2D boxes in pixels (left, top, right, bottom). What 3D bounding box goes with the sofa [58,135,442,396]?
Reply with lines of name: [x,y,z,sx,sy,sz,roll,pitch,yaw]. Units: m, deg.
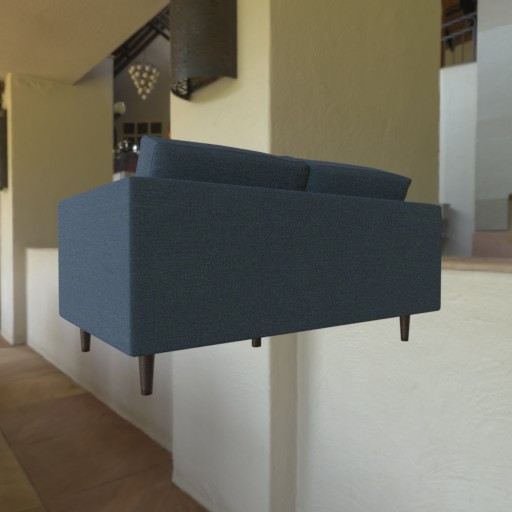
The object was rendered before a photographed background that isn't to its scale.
sofa: [0.000,0.000,2.215,1.659,0.907,0.999,-1,2,-36]
